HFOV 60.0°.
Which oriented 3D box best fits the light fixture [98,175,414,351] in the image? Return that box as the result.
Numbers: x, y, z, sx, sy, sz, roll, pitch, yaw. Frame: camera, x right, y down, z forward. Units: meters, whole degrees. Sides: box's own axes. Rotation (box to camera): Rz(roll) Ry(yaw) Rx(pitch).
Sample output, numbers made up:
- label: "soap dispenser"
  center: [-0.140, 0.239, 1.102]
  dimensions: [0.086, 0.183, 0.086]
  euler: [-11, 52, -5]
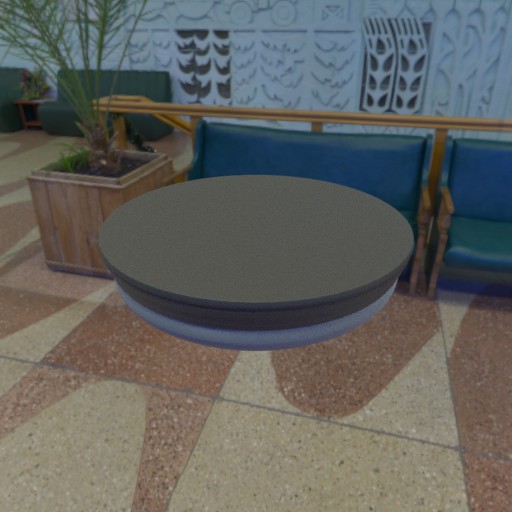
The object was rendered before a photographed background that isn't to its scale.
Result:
- label: "light fixture"
  center: [0.000, 0.000, 0.562]
  dimensions: [0.368, 0.100, 0.368]
  euler: [0, 27, 0]
